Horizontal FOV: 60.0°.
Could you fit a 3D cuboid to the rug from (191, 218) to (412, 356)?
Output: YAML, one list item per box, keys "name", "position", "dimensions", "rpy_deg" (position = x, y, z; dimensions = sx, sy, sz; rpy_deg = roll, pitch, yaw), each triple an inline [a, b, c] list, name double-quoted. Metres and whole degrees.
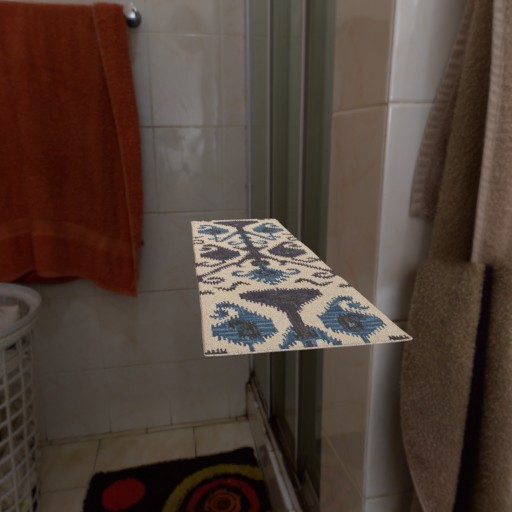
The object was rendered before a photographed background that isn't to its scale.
- name: "rug"
  position: [0.000, 0.000, 2.513]
  dimensions: [0.692, 0.017, 2.301]
  rpy_deg: [-2, 15, -9]
